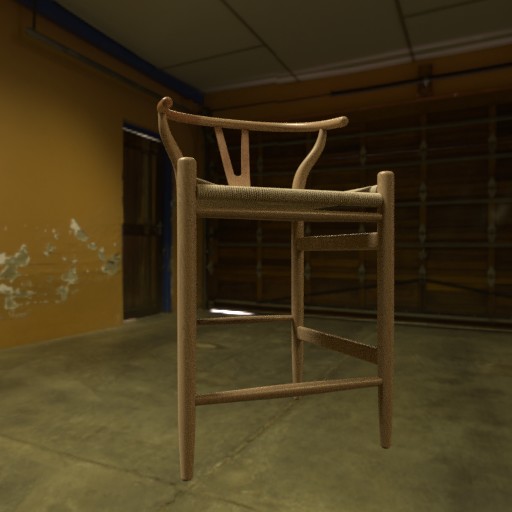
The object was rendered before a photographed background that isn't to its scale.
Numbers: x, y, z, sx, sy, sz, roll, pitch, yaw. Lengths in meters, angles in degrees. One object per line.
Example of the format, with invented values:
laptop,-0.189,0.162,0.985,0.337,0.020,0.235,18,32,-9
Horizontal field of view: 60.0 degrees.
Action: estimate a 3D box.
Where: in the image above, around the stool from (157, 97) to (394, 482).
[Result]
stool,0.000,0.000,1.247,0.536,0.923,0.575,0,0,-18
